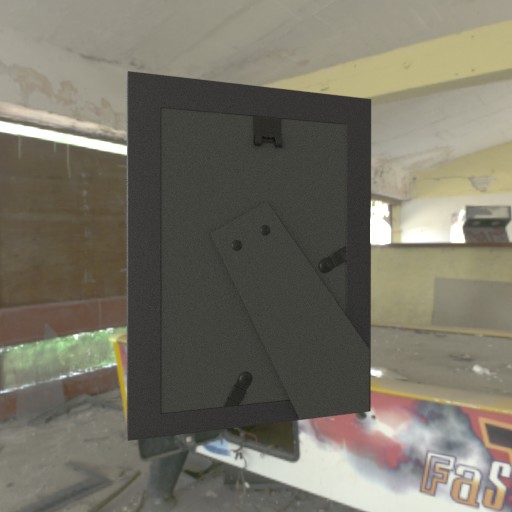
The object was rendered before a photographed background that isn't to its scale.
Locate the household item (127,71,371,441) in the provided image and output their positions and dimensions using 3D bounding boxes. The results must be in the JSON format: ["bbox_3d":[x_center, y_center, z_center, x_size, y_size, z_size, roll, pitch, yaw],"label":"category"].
[{"bbox_3d":[0.000,0.000,0.238,0.133,0.178,0.022,0,1,-18],"label":"household item"}]
